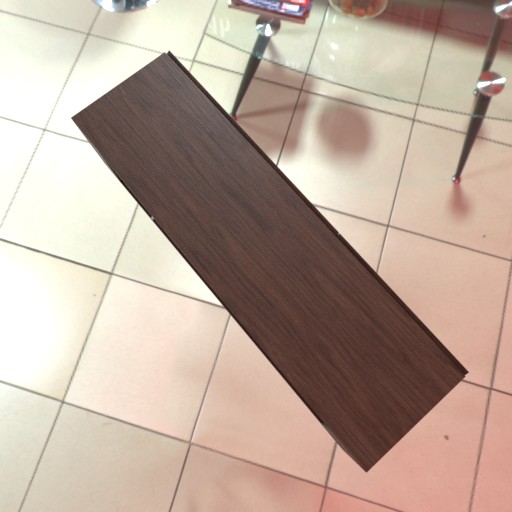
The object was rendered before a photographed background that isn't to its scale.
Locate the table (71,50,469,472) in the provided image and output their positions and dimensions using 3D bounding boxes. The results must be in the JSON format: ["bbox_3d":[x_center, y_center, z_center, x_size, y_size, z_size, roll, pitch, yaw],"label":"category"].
[{"bbox_3d":[0.000,0.000,1.597,0.405,0.508,1.397,-39,79,-9],"label":"table"}]
